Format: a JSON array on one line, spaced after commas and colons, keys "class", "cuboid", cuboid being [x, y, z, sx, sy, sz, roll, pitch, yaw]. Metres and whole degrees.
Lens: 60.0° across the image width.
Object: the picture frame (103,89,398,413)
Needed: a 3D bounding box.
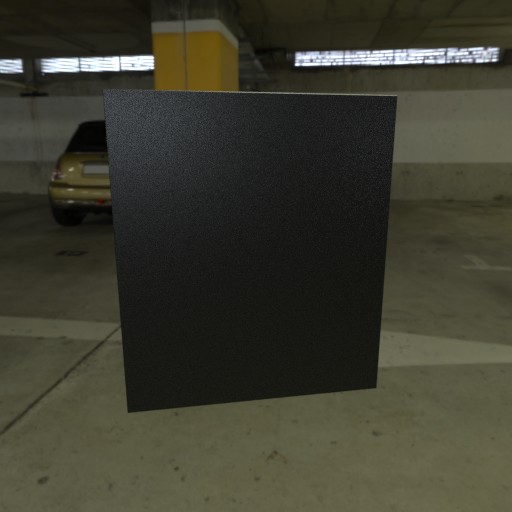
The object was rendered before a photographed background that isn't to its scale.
[{"class": "picture frame", "cuboid": [0.000, 0.000, 0.547, 0.328, 0.378, 0.034, -2, 14, -10]}]
